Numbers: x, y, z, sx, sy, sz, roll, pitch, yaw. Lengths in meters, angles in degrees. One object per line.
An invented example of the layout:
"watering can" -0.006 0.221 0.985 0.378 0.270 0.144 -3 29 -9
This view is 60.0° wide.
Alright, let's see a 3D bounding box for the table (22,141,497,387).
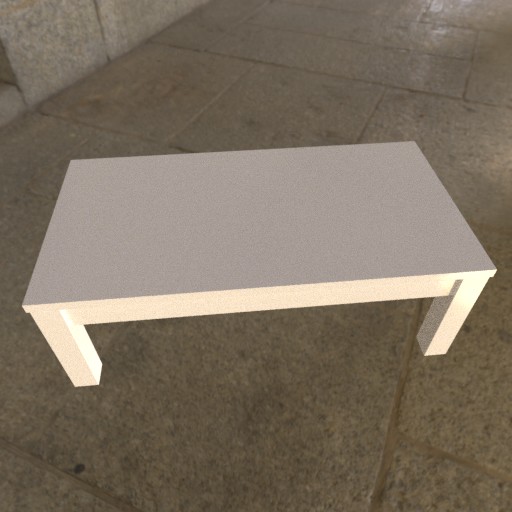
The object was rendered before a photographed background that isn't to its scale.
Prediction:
"table" 0.000 0.000 1.662 1.350 0.470 0.700 -4 46 -4
